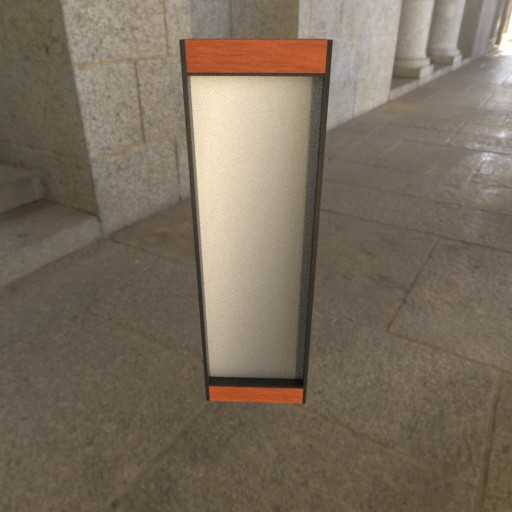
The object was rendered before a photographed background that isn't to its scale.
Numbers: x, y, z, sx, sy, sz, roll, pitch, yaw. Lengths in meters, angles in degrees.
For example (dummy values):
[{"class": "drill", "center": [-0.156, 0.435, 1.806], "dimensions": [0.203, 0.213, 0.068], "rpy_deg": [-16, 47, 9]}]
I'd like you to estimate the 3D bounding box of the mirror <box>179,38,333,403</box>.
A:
[{"class": "mirror", "center": [0.000, 0.000, 1.275], "dimensions": [0.343, 1.123, 0.047], "rpy_deg": [1, 29, 2]}]
